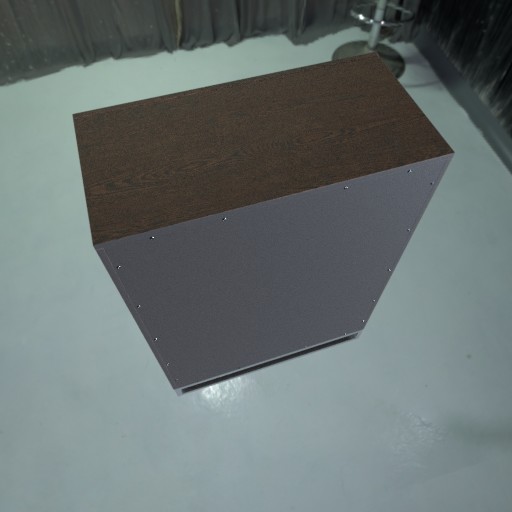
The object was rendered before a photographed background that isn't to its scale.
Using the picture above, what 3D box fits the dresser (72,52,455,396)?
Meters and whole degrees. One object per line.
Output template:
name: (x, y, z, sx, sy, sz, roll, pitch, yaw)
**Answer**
dresser: (0.000, 0.000, 1.798, 0.965, 1.321, 0.508, -15, 59, -10)
